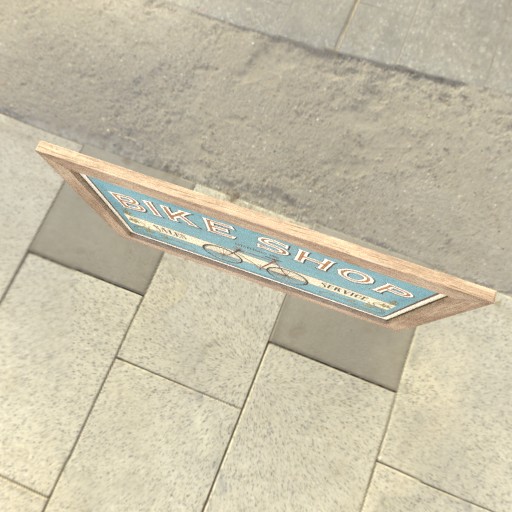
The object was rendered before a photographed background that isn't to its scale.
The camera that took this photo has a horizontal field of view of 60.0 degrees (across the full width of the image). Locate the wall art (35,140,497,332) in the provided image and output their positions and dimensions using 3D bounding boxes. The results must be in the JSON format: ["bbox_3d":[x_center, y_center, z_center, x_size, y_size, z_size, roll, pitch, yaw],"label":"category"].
[{"bbox_3d":[0.000,0.000,0.944,0.780,0.480,0.021,19,76,5],"label":"wall art"}]
